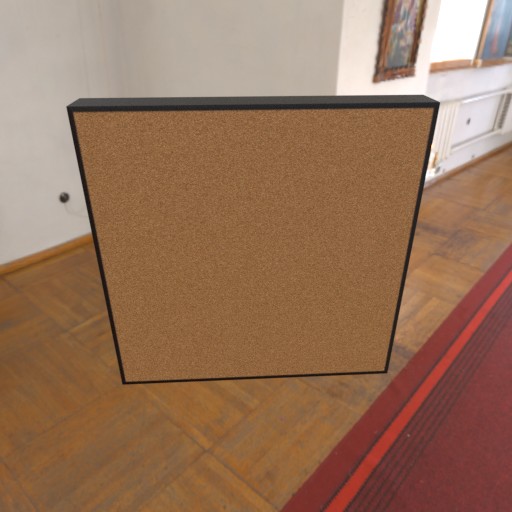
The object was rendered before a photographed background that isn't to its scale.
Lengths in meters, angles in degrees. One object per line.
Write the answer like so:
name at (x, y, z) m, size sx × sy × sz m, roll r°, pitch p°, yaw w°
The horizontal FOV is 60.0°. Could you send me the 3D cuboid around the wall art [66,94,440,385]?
wall art at (0.000, 0.000, 0.449) m, size 0.304 × 0.303 × 0.037 m, roll -2°, pitch 29°, yaw -3°
